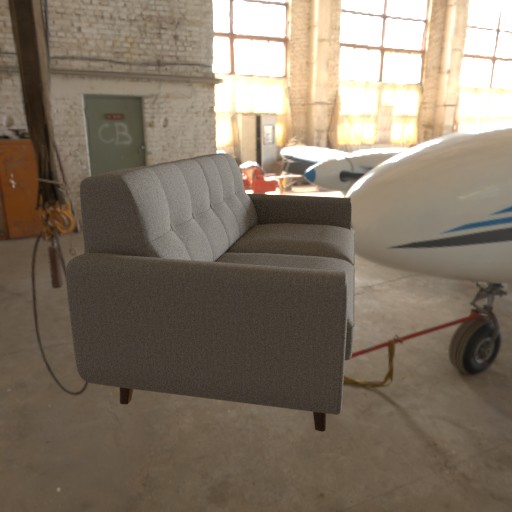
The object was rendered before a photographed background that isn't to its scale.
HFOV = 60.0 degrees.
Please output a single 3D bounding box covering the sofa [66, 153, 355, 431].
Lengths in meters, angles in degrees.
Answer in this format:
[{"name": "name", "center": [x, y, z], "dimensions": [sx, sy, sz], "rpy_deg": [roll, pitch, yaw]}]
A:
[{"name": "sofa", "center": [0.000, 0.000, 2.176], "dimensions": [0.952, 0.925, 1.651], "rpy_deg": [3, 16, 12]}]
